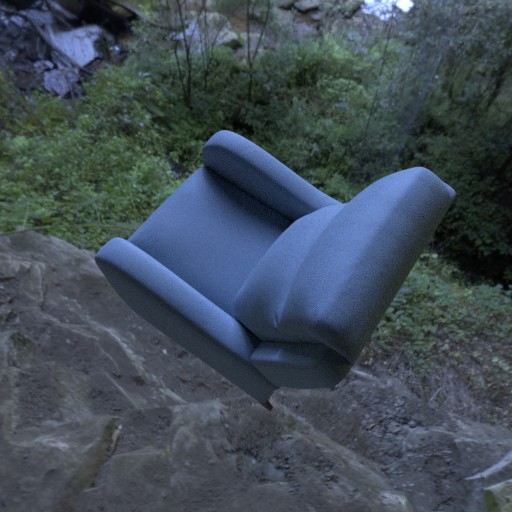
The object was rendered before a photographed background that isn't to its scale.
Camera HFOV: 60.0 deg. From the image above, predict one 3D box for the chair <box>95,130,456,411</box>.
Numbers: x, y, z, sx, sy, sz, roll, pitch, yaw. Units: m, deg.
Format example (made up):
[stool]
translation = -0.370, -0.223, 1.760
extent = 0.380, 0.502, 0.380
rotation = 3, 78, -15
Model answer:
[chair]
translation = 0.000, 0.000, 1.692
extent = 0.988, 1.067, 0.785
rotation = 32, 67, 16
